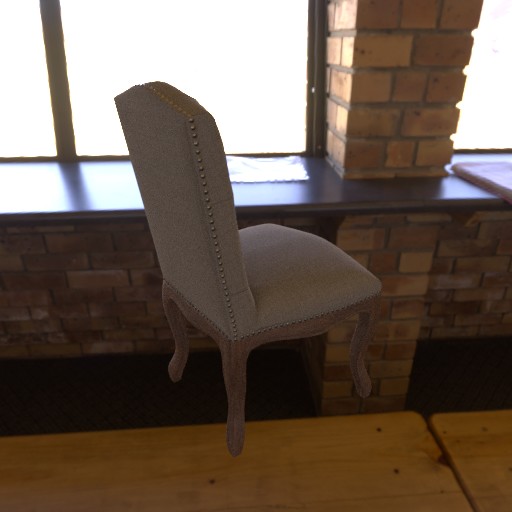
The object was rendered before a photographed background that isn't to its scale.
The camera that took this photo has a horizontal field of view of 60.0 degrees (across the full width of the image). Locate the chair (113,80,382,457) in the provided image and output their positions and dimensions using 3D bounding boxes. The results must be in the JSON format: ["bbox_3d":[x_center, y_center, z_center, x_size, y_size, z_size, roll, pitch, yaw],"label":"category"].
[{"bbox_3d":[0.000,0.000,1.571,0.731,1.191,0.637,-18,31,-32],"label":"chair"}]
